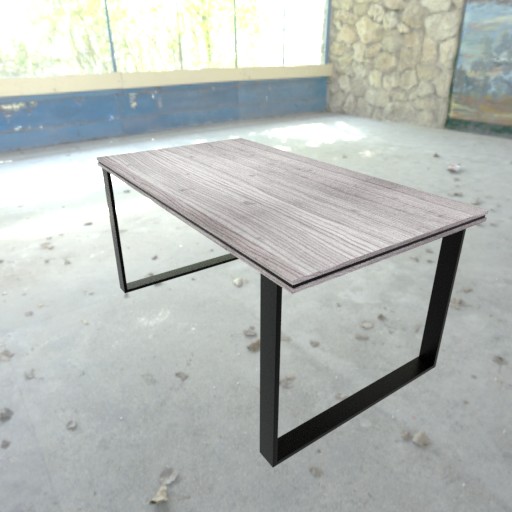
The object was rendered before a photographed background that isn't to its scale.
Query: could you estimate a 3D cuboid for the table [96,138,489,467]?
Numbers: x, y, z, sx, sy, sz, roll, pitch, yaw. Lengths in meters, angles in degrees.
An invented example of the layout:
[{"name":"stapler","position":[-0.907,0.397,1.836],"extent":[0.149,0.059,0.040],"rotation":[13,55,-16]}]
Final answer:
[{"name":"table","position":[0.000,0.000,2.065],"extent":[0.881,0.736,1.579],"rotation":[-17,31,-31]}]
